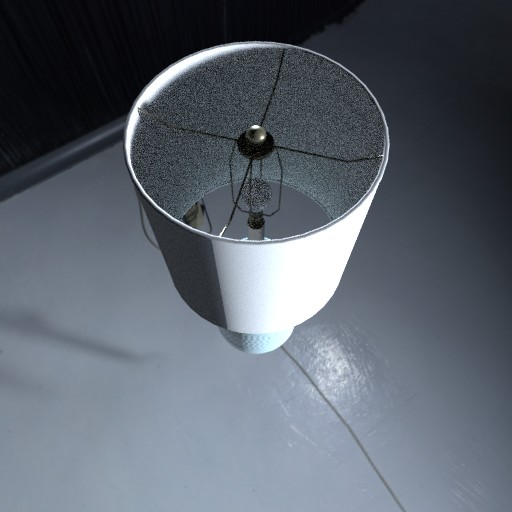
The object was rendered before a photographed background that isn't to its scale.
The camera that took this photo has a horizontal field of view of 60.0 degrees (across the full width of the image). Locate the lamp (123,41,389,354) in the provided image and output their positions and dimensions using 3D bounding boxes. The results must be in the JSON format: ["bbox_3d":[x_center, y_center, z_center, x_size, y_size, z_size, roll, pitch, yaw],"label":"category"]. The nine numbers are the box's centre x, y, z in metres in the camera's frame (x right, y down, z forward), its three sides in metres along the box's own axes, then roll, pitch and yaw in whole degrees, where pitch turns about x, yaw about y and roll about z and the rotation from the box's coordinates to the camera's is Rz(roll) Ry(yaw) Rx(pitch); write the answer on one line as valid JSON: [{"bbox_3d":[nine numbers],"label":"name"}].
[{"bbox_3d":[0.000,0.000,1.087,0.418,0.871,0.418,-34,68,-16],"label":"lamp"}]
